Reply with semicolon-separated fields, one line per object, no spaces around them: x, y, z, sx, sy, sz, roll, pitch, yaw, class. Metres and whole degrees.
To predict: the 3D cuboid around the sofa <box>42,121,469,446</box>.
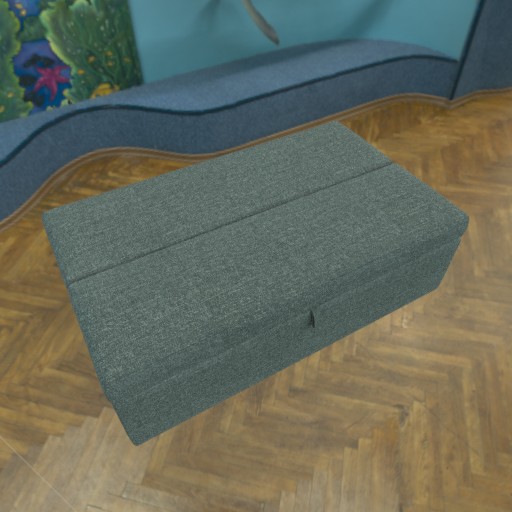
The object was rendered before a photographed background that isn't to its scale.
0.000;0.000;1.565;1.198;0.417;0.782;-22;50;-20;sofa
